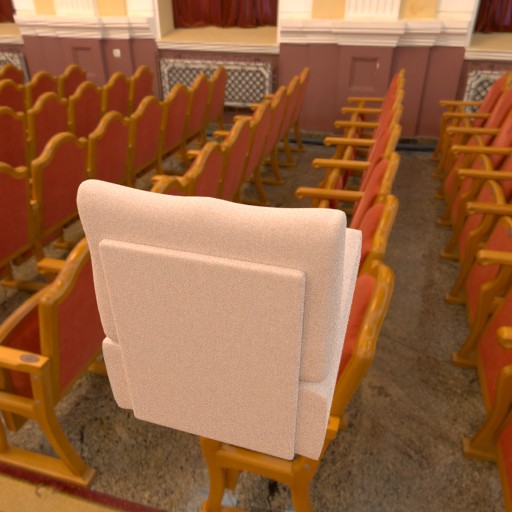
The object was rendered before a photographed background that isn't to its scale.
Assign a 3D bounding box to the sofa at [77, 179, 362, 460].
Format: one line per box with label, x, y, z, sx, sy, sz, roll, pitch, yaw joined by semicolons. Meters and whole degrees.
sofa;0.000;0.000;1.599;0.700;0.820;1.000;9;32;15
